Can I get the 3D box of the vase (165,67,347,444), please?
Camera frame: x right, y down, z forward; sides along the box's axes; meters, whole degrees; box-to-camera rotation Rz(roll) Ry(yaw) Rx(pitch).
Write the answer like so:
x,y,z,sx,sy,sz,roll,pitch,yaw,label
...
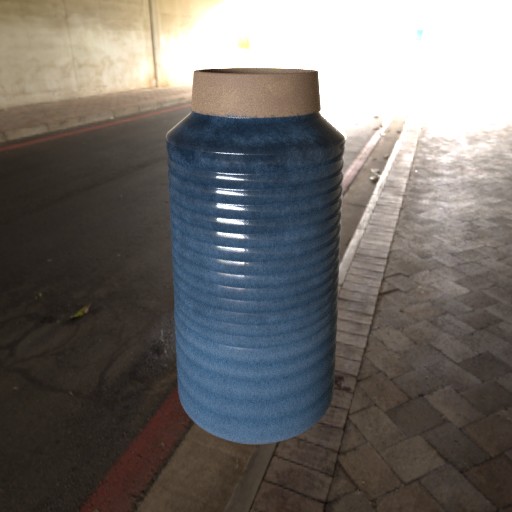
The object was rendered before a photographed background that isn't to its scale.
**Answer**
x,y,z,sx,sy,sz,roll,pitch,yaw,label
0.000,0.000,0.408,0.163,0.316,0.163,0,25,0,vase
